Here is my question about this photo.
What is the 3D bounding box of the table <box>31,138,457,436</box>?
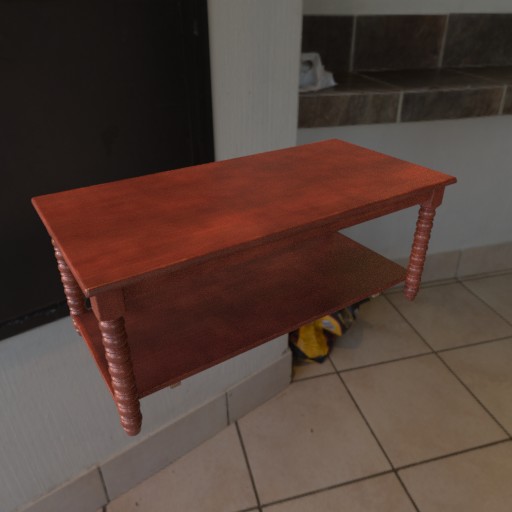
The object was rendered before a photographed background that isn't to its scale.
[{"bbox_3d":[0.000,0.000,1.461,1.171,0.485,0.580,-18,34,-29],"label":"table"}]
